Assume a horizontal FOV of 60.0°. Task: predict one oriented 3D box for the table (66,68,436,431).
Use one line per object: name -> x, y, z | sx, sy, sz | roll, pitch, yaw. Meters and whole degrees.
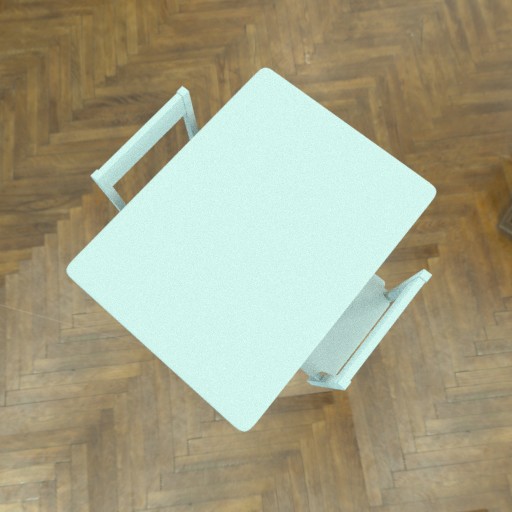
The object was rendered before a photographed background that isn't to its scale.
table -> 0.000, 0.000, 1.143 | 0.672, 0.503, 0.650 | 39, 78, 10
